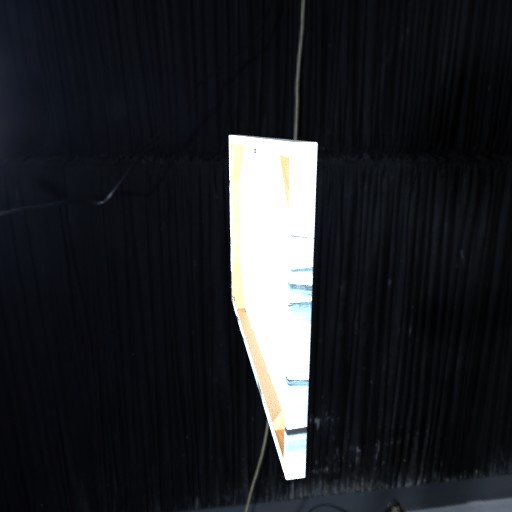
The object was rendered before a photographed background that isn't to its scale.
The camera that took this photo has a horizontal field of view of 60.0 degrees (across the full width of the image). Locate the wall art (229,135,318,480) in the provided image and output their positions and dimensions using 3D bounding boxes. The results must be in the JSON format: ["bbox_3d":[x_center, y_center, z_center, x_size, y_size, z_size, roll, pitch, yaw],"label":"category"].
[{"bbox_3d":[0.000,0.000,1.176,0.039,0.609,0.914,-3,16,-9],"label":"wall art"}]
